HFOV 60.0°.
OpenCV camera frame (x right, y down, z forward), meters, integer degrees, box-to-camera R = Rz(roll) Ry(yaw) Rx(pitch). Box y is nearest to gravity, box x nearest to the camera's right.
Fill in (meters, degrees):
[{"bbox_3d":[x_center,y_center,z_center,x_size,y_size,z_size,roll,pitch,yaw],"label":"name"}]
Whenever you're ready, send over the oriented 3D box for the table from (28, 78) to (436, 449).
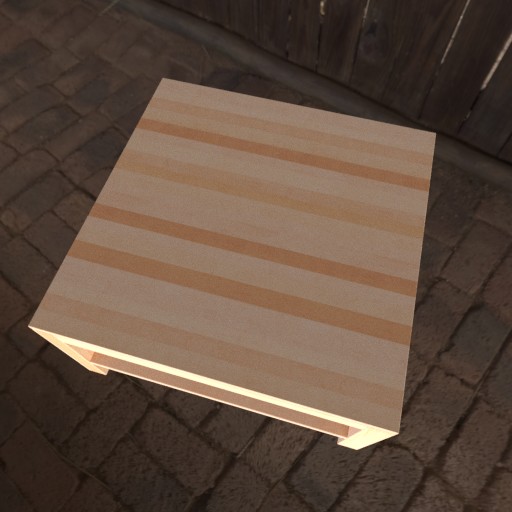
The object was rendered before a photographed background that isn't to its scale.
[{"bbox_3d":[0.000,0.000,1.422,0.900,0.450,0.900,14,63,7],"label":"table"}]
